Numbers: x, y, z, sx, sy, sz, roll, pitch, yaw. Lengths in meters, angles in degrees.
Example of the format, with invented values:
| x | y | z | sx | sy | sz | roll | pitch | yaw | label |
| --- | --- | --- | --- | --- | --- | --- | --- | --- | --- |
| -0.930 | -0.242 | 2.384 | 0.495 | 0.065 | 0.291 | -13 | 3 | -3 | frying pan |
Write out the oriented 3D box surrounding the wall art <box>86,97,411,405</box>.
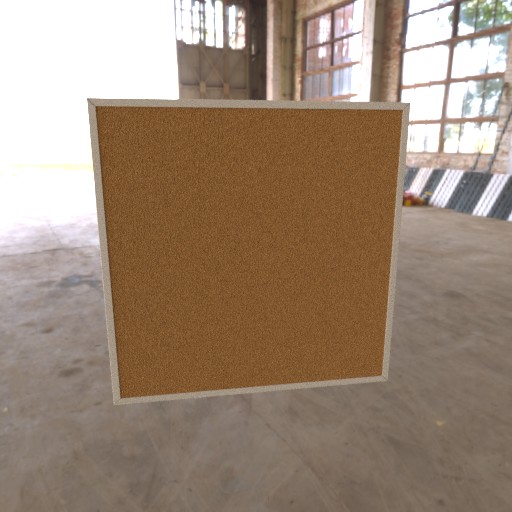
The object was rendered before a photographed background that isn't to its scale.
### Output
| x | y | z | sx | sy | sz | roll | pitch | yaw | label |
| --- | --- | --- | --- | --- | --- | --- | --- | --- | --- |
| 0.000 | 0.000 | 0.767 | 0.508 | 0.508 | 0.037 | -2 | 15 | -9 | wall art |
